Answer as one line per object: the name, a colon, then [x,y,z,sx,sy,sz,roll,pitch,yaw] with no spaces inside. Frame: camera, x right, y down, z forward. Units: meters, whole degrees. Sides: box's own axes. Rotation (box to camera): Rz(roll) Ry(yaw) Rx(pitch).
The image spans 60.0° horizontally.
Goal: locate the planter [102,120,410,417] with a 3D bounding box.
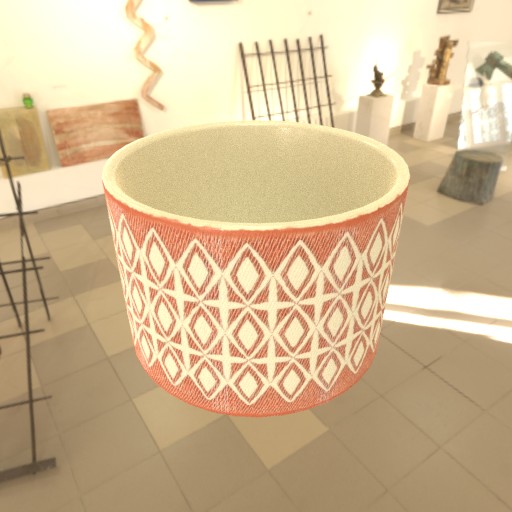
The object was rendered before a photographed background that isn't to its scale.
planter: [0.000,0.000,0.325,0.192,0.148,0.192,0,31,0]
